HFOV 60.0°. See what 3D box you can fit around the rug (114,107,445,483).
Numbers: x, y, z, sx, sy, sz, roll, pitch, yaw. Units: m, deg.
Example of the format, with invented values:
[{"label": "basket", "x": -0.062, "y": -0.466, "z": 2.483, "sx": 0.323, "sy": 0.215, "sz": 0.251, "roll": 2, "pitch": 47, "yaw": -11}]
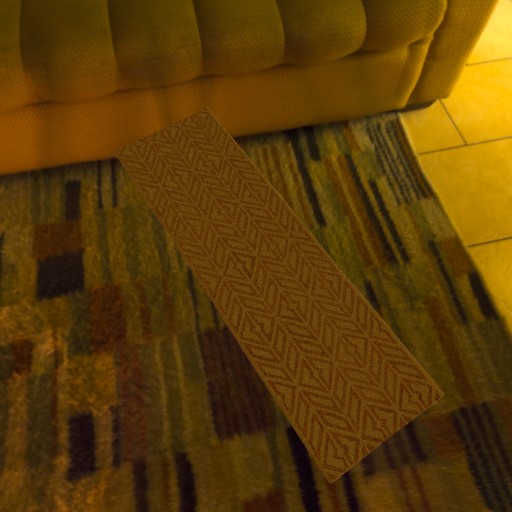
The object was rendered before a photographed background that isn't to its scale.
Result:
[{"label": "rug", "x": 0.000, "y": 0.000, "z": 2.675, "sx": 0.750, "sy": 0.009, "sz": 2.435, "roll": -30, "pitch": 66, "yaw": -15}]
